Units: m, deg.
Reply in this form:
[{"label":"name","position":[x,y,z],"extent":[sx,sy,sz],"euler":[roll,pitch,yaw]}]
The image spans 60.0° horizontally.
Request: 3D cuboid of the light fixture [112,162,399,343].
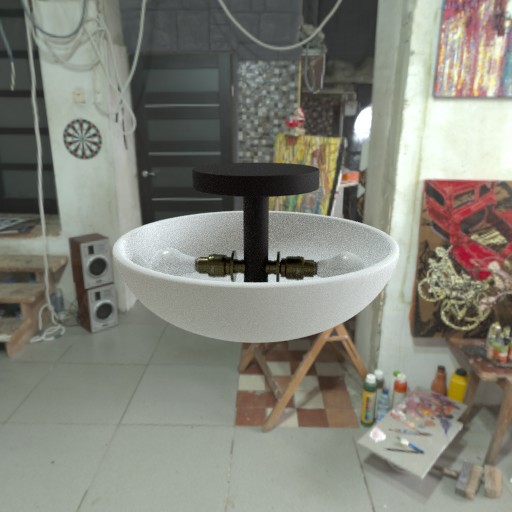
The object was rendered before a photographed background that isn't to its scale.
[{"label":"light fixture","position":[0.000,0.000,0.541],"extent":[0.331,0.212,0.331],"euler":[0,17,0]}]
